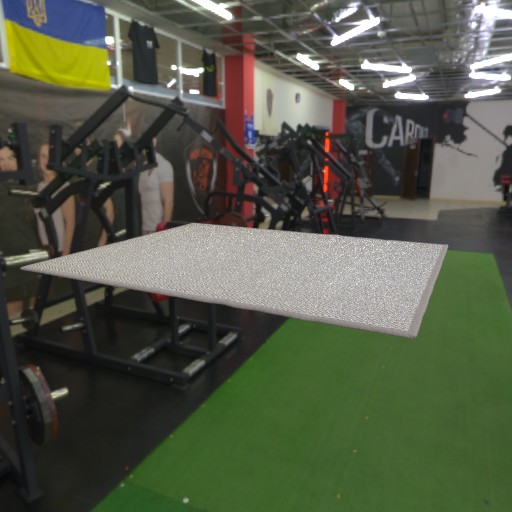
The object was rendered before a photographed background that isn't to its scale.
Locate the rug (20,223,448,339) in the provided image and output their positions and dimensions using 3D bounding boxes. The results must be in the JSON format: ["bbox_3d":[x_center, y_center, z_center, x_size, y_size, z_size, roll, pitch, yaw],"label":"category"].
[{"bbox_3d":[0.000,0.000,3.941,3.007,0.032,2.434,7,15,26],"label":"rug"}]
